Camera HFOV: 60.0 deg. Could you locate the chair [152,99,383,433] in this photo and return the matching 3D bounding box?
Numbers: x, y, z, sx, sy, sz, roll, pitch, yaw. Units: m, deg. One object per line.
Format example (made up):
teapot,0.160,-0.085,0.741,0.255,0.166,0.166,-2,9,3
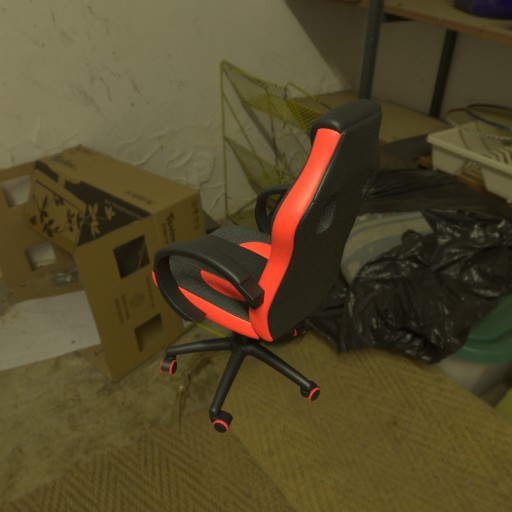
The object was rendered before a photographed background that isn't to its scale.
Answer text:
chair,0.000,0.000,1.406,0.642,1.016,0.600,21,38,30
